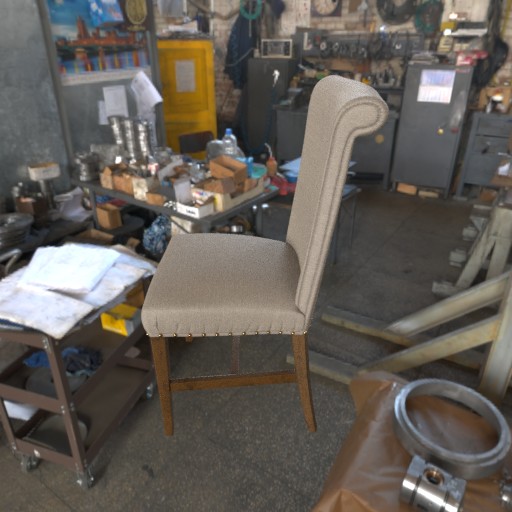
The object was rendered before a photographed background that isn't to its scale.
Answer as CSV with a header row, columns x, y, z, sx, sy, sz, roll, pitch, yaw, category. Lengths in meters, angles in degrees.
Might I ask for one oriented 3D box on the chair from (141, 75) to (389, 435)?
x,y,z,sx,sy,sz,roll,pitch,yaw,category
0.000,0.000,1.354,0.608,0.988,0.513,0,27,0,chair
